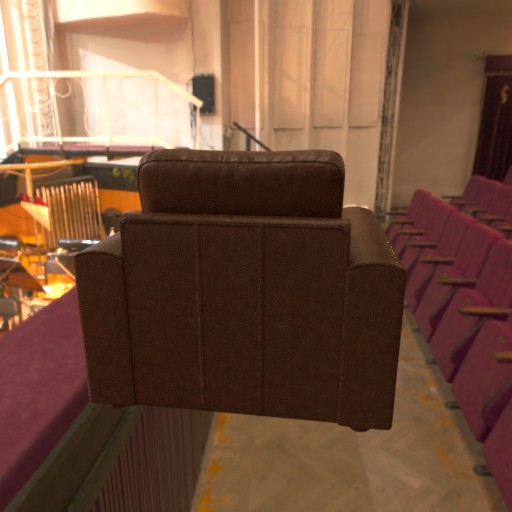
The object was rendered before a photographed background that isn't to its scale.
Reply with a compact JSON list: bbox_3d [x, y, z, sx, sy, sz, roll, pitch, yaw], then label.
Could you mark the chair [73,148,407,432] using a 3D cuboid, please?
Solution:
[{"bbox_3d":[0.000,0.000,1.805,1.005,0.873,1.016,2,16,8],"label":"chair"}]
